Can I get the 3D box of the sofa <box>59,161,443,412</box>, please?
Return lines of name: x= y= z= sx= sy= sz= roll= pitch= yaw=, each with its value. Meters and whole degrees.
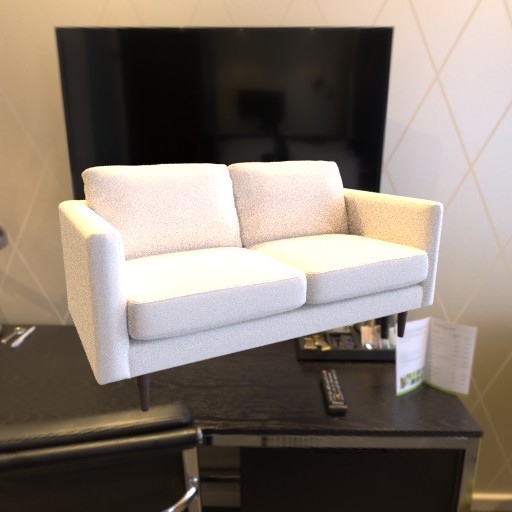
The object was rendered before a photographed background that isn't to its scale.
sofa: x=0.000 y=0.000 z=2.227 sx=1.713 sy=0.893 sz=0.940 roll=-8 pitch=17 yaw=-28
